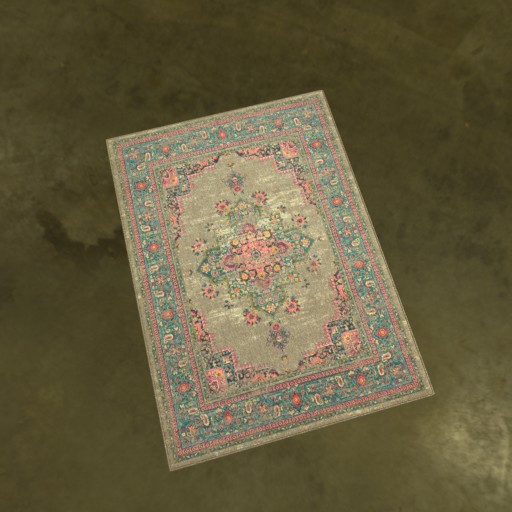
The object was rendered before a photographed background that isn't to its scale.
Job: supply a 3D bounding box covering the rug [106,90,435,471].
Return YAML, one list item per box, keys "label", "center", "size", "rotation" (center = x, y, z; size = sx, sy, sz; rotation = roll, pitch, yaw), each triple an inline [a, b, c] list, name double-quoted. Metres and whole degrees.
- label: "rug"
  center: [0.000, 0.000, 2.880]
  size: [1.609, 0.013, 2.214]
  rotation: [-14, 74, -4]
